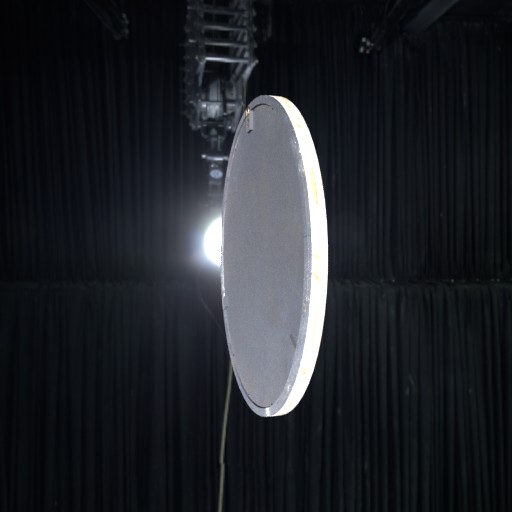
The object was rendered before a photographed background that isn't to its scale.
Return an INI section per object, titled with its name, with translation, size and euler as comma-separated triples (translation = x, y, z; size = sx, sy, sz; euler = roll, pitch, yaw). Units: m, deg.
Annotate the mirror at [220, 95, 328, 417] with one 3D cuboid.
[mirror]
translation = 0.000, 0.000, 1.042
size = 0.038, 0.710, 0.710
euler = 0, 1, -16
